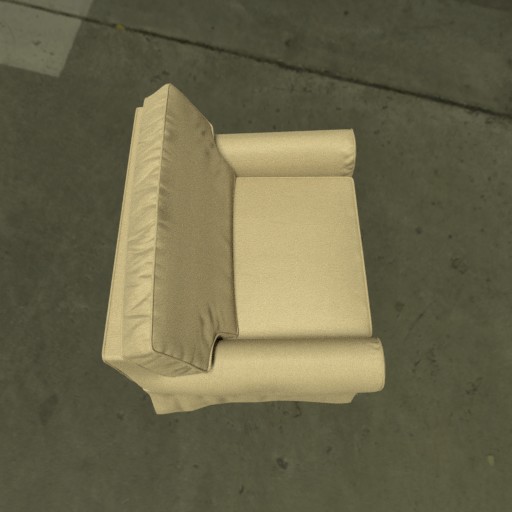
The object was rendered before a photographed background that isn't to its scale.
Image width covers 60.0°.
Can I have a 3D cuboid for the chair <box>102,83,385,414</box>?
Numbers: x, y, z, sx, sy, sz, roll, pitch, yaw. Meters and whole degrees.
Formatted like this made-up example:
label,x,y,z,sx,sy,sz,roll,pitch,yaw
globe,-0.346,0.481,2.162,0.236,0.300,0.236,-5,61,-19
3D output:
label,x,y,z,sx,sy,sz,roll,pitch,yaw
chair,0.000,0.000,1.769,0.903,0.937,1.096,-1,65,0
